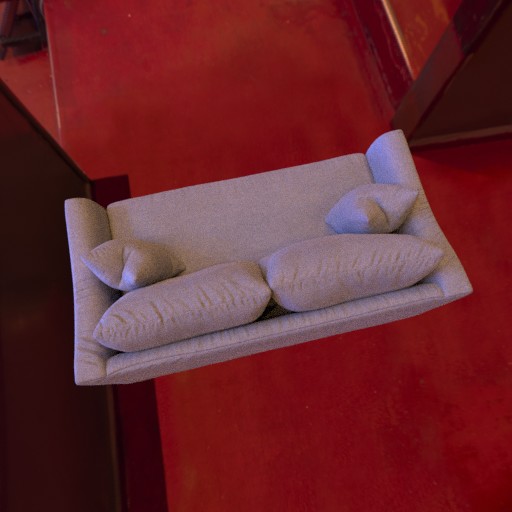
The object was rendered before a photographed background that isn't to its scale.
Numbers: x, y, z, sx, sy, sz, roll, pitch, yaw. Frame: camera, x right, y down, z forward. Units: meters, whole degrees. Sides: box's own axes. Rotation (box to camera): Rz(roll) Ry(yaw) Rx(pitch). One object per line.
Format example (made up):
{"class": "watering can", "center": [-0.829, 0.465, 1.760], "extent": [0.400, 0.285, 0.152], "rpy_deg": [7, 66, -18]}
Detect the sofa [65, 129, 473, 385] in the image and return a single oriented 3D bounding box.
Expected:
{"class": "sofa", "center": [0.000, 0.000, 2.616], "extent": [2.010, 1.018, 1.072], "rpy_deg": [-13, 75, -3]}
